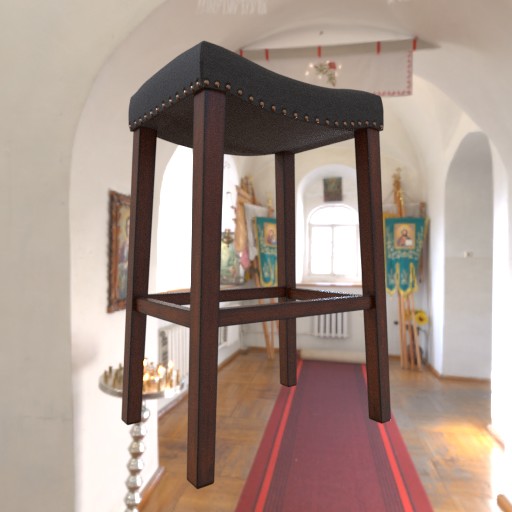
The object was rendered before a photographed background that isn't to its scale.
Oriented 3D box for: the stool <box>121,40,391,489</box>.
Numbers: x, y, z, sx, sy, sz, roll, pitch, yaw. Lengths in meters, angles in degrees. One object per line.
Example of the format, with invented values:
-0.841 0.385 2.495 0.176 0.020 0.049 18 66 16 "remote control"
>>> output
0.000 0.000 1.015 0.502 0.760 0.366 -1 1 -36 "stool"
